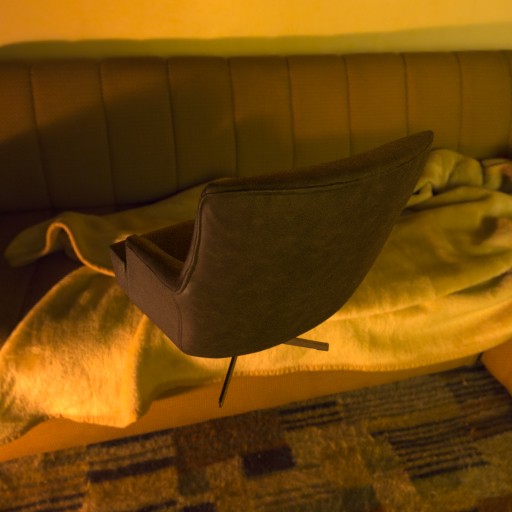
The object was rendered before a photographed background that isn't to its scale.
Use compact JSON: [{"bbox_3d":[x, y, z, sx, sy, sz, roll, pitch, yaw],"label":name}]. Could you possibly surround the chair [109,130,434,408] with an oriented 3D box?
[{"bbox_3d":[0.000,0.000,1.449,0.738,0.870,0.874,-19,36,-29],"label":"chair"}]
